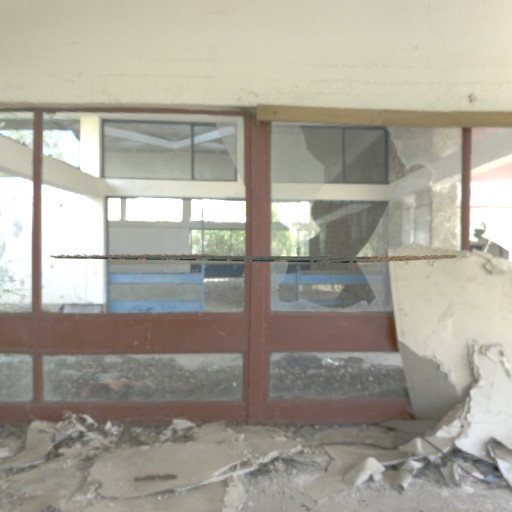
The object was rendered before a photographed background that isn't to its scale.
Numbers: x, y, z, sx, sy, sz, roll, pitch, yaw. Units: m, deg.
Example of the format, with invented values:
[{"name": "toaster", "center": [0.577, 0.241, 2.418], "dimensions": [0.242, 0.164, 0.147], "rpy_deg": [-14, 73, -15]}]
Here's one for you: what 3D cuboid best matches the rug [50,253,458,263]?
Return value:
[{"name": "rug", "center": [0.000, 0.000, 4.406], "dimensions": [3.307, 0.047, 2.418], "rpy_deg": [0, 1, 35]}]
